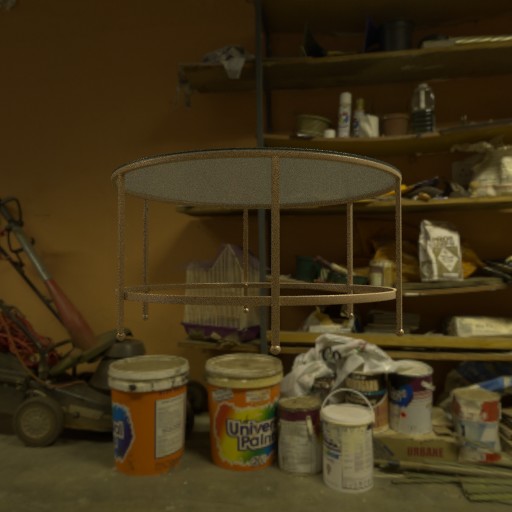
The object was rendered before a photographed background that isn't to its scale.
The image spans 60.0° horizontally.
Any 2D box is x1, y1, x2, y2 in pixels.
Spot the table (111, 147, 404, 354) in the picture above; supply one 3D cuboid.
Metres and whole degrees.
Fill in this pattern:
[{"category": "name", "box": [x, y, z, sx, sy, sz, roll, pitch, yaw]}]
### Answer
[{"category": "table", "box": [0.000, 0.000, 1.456, 0.914, 0.470, 0.914, 0, -1, 0]}]
